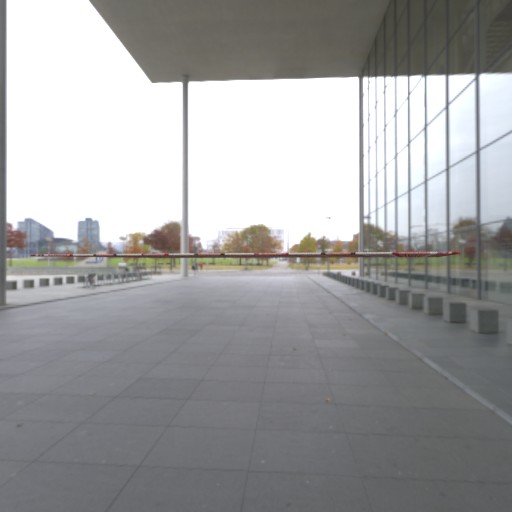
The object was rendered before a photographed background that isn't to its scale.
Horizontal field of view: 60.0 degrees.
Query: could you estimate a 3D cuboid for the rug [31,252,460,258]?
[{"bbox_3d":[0.000,0.000,3.070,2.431,0.010,1.535,0,-1,19],"label":"rug"}]
